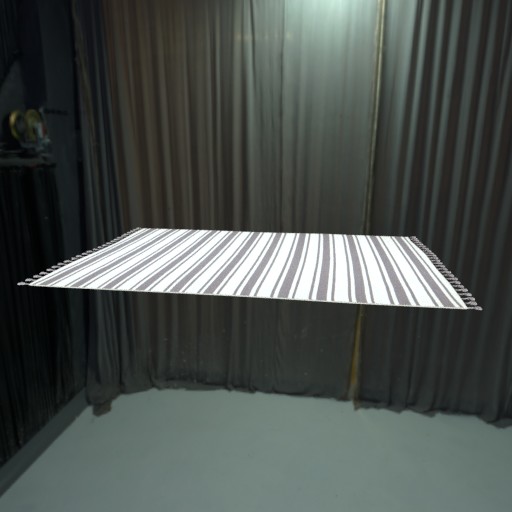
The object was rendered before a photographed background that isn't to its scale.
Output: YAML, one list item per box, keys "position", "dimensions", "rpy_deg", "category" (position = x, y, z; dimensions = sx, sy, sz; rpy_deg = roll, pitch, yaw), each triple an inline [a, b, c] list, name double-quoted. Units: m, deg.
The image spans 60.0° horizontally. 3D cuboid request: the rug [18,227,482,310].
- position: [0.000, 0.000, 3.785]
  dimensions: [3.040, 0.017, 2.030]
  rpy_deg: [2, 15, 9]
  category: "rug"
